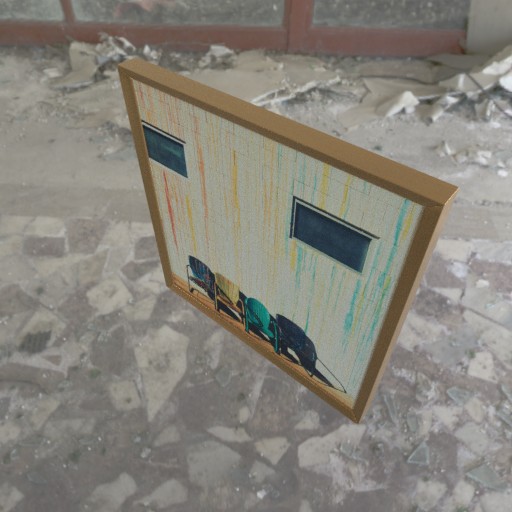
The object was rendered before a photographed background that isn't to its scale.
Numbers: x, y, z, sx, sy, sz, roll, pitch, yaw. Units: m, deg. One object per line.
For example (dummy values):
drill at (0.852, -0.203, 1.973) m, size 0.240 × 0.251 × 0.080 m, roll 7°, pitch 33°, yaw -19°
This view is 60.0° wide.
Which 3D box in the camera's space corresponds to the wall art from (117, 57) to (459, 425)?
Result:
wall art at (0.000, 0.000, 0.732) m, size 0.505 × 0.505 × 0.037 m, roll 31°, pitch 53°, yaw 26°
